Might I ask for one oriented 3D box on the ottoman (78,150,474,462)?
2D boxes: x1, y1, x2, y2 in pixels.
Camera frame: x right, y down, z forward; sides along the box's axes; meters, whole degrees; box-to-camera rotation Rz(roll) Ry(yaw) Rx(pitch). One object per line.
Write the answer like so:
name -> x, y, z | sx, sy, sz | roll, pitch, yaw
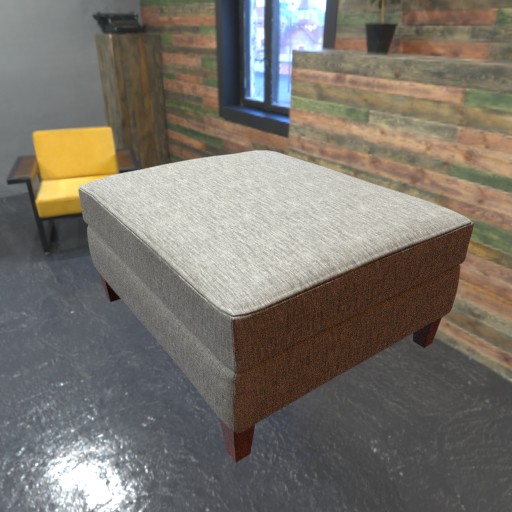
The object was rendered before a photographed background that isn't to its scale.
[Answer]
ottoman -> 0.000, 0.000, 1.462 | 0.839, 0.492, 0.994 | -18, 33, -31
